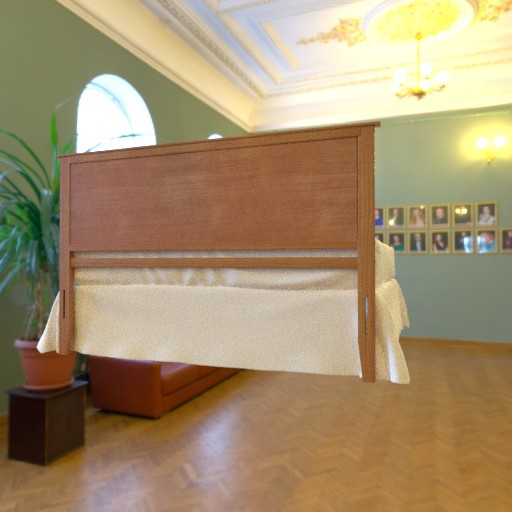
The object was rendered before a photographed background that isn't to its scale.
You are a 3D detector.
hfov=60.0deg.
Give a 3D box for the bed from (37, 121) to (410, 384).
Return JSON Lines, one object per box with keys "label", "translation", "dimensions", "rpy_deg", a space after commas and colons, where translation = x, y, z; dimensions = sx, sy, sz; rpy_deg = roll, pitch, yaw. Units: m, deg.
{"label": "bed", "translation": [0.000, 0.000, 3.499], "dimensions": [2.317, 1.270, 2.215], "rpy_deg": [0, -1, 20]}
